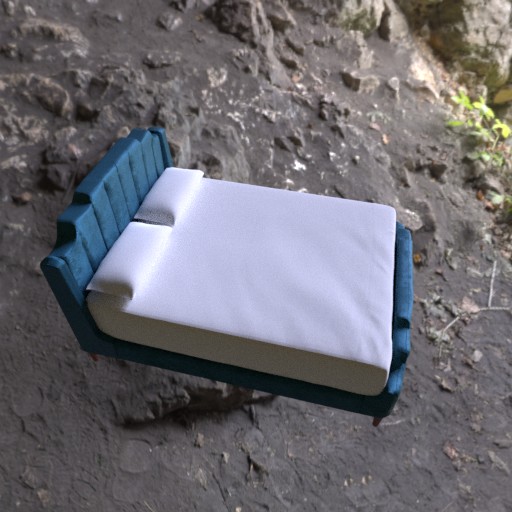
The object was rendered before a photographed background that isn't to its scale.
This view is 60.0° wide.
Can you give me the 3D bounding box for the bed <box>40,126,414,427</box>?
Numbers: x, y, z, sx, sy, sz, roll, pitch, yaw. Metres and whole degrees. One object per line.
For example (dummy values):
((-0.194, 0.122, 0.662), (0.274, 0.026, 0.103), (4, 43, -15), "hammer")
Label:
((0.000, 0.000, 3.389), (2.322, 1.338, 1.678), (10, 47, 10), "bed")
